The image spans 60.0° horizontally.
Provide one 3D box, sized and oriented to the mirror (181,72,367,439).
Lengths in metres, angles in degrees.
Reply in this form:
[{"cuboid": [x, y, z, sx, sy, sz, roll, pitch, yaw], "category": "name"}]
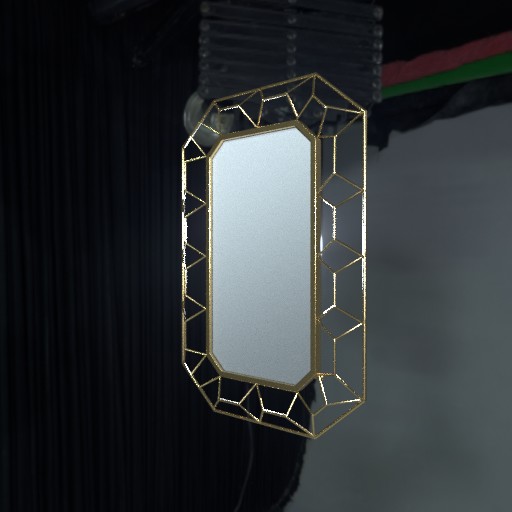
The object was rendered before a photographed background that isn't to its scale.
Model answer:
[{"cuboid": [0.000, 0.000, 1.127, 0.572, 0.870, 0.051, 0, 0, 36], "category": "mirror"}]
